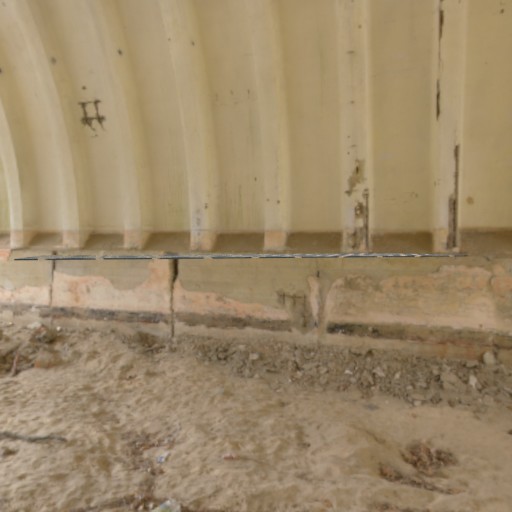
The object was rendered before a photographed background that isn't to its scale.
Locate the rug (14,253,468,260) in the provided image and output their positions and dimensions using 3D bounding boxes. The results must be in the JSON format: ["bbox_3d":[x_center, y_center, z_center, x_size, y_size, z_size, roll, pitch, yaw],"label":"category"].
[{"bbox_3d":[0.000,0.000,2.490,2.296,0.006,0.685,0,1,-17],"label":"rug"}]
